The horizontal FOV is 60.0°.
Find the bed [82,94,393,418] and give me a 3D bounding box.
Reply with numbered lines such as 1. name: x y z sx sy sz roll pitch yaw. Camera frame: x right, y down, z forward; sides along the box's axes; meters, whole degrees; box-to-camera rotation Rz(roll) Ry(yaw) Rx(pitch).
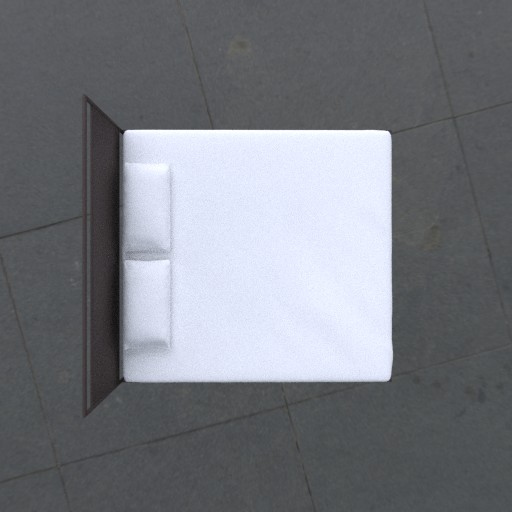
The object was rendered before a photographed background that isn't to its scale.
1. bed: 0.000 0.000 3.319 2.151 1.173 1.993 0 90 0
